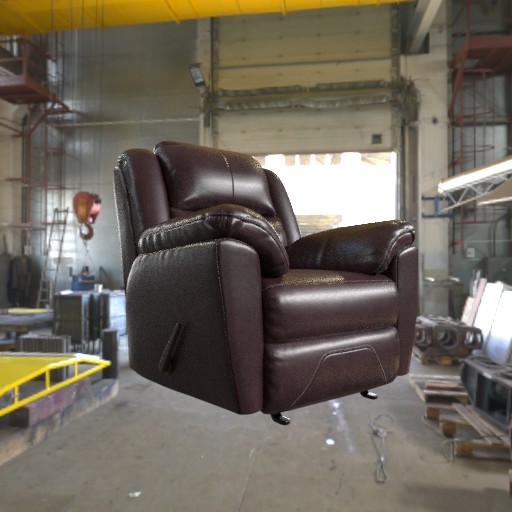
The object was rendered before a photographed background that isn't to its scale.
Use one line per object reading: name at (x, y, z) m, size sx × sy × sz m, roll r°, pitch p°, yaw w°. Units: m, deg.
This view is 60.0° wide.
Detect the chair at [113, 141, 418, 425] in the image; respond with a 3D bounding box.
chair at (0.000, 0.000, 1.905) m, size 0.990 × 1.093 × 1.041 m, roll 1°, pitch -1°, yaw -37°
